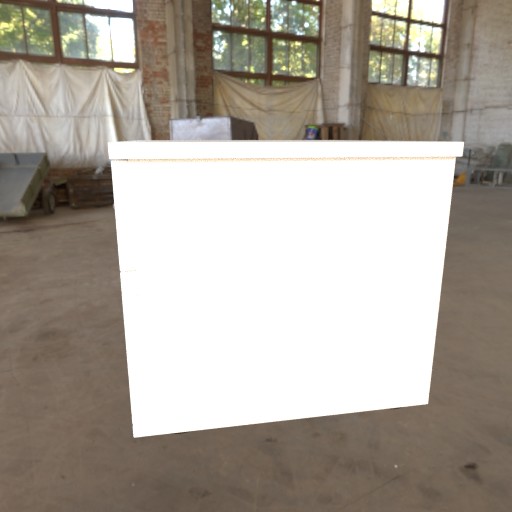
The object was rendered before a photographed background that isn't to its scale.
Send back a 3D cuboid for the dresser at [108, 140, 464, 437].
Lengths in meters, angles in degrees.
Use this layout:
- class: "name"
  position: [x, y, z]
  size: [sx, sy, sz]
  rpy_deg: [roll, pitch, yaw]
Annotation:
- class: "dresser"
  position: [0.000, 0.000, 0.716]
  size: [0.400, 0.360, 0.430]
  rpy_deg: [-3, 15, -10]
